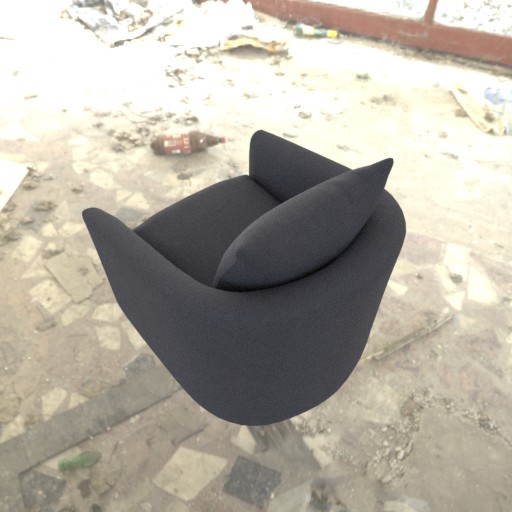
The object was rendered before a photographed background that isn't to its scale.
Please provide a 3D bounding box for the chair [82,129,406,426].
[{"bbox_3d":[0.000,0.000,1.577,0.845,0.848,0.910,-32,54,-26],"label":"chair"}]
